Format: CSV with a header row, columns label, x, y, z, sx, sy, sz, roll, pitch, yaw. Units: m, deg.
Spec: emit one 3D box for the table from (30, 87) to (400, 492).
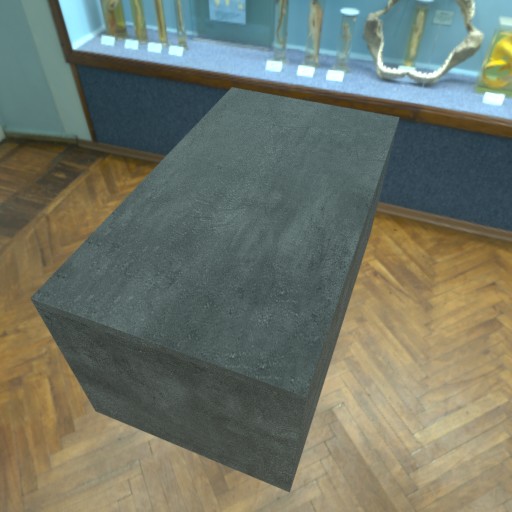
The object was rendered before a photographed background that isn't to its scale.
label,x,y,z,sx,sy,sz,roll,pitch,yaw
table,0.000,0.000,0.917,0.400,0.350,0.700,16,48,15
